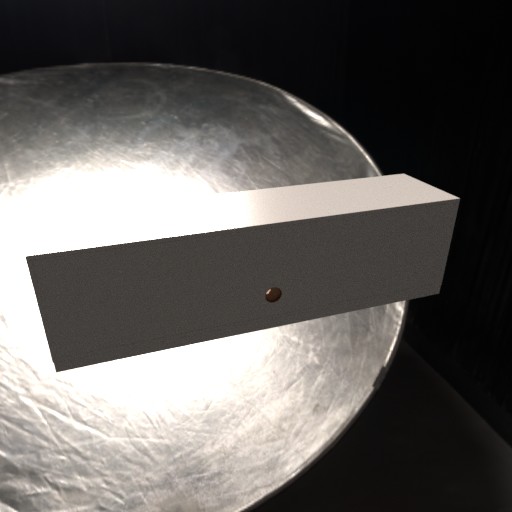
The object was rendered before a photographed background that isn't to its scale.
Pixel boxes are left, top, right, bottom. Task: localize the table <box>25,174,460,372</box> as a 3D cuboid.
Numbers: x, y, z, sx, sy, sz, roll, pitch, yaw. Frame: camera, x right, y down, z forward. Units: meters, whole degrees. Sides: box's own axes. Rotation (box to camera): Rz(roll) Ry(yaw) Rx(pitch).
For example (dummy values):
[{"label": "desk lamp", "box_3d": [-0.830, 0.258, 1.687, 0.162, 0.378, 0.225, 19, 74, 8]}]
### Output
[{"label": "table", "box_3d": [0.000, 0.000, 1.774, 1.550, 0.440, 0.400, -9, 28, -17]}]
